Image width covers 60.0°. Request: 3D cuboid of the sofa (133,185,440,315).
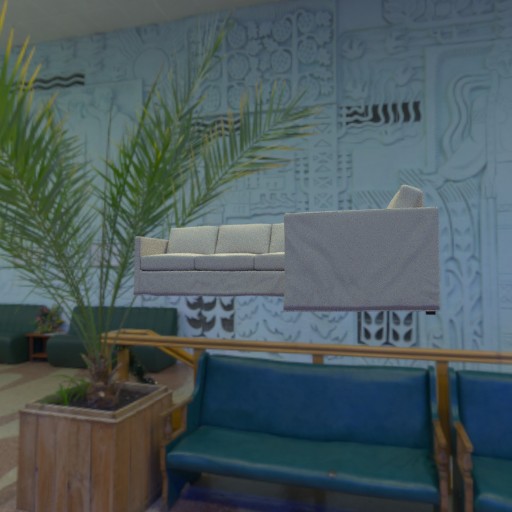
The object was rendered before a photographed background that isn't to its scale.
[{"bbox_3d":[0.000,0.000,4.404,3.182,0.871,2.432,-1,-2,18],"label":"sofa"}]
